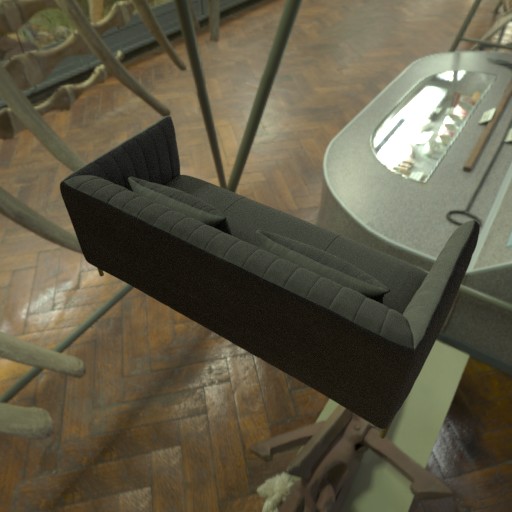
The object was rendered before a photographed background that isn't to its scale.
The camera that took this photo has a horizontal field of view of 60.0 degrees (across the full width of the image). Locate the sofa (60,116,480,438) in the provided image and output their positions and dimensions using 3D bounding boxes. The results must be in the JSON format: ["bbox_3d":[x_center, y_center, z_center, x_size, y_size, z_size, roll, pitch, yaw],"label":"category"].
[{"bbox_3d":[0.000,0.000,2.419,1.980,0.780,0.876,25,49,23],"label":"sofa"}]
